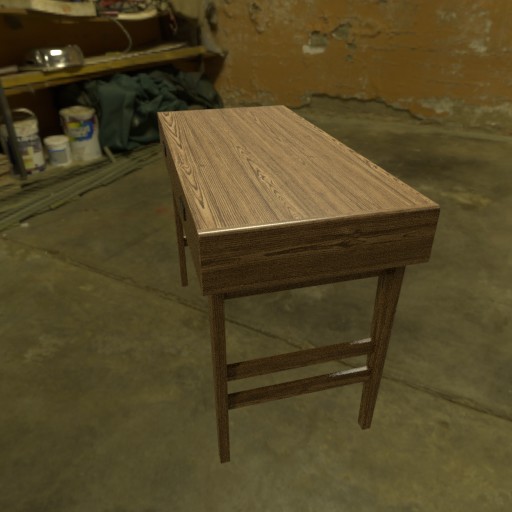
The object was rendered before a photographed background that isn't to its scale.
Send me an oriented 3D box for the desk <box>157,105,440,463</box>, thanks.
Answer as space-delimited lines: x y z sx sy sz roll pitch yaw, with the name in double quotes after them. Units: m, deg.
0.000 0.000 1.494 0.508 0.755 1.067 -8 31 -13 "desk"
